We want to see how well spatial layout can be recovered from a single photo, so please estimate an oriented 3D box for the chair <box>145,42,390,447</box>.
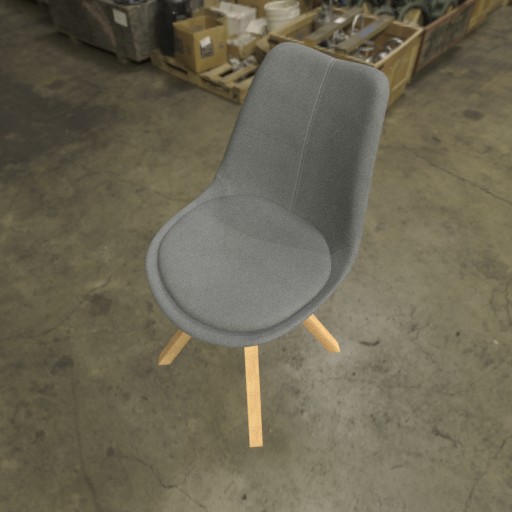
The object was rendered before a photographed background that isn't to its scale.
[{"bbox_3d":[0.000,0.000,1.144,0.474,0.863,0.549,32,54,27],"label":"chair"}]
